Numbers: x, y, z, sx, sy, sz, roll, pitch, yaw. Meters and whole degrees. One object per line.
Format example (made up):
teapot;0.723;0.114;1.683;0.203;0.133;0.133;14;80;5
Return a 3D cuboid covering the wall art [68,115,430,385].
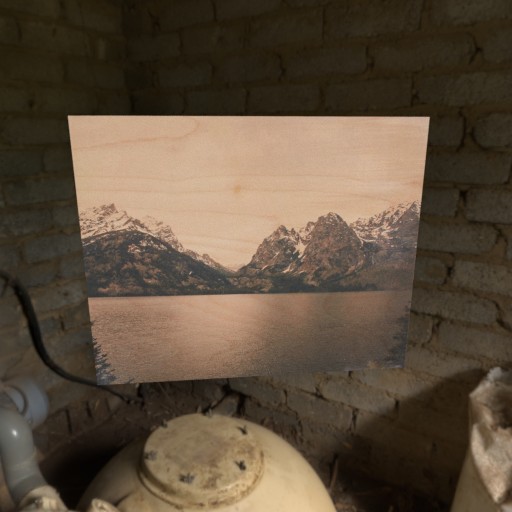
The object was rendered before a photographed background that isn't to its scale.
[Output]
wall art;0.000;0.000;0.679;0.508;0.408;0.010;-2;16;-6
